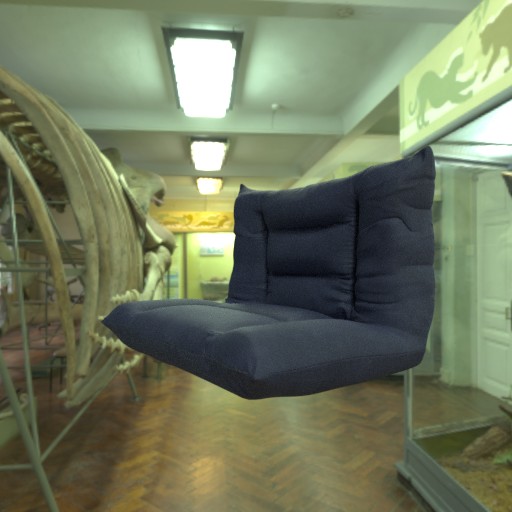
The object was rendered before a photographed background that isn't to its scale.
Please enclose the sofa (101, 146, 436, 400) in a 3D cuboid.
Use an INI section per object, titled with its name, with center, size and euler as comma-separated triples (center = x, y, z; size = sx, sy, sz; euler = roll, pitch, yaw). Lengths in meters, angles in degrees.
[sofa]
center = 0.000, 0.000, 1.715
size = 0.849, 0.778, 1.122
euler = 0, -1, -36
